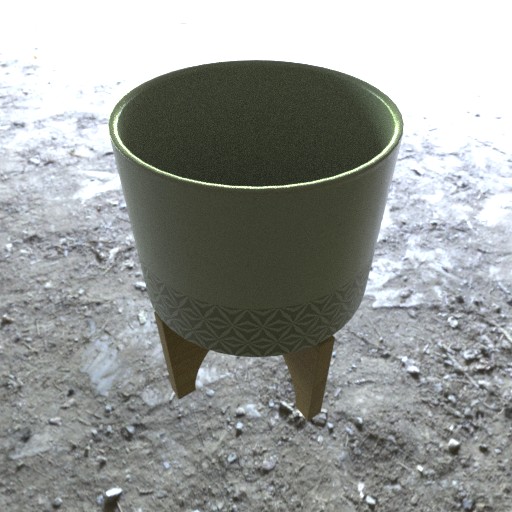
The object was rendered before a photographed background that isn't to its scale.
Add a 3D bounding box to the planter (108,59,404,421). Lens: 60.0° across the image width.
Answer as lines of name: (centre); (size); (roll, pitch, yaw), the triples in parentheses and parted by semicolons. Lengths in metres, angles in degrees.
planter: (0.000, 0.000, 0.377); (0.188, 0.260, 0.188); (0, 42, 0)
